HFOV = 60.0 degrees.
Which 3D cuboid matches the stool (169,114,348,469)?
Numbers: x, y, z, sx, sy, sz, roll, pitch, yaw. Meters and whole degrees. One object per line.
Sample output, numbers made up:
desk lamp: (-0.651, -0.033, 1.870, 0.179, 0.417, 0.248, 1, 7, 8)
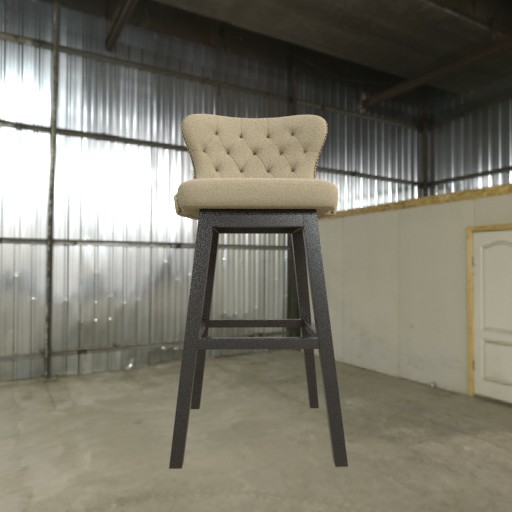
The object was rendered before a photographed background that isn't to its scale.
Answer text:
stool: (0.000, 0.000, 1.416, 0.528, 1.066, 0.605, 0, -1, -1)
